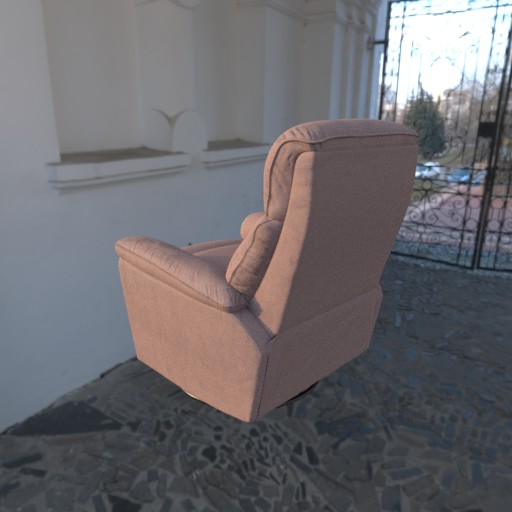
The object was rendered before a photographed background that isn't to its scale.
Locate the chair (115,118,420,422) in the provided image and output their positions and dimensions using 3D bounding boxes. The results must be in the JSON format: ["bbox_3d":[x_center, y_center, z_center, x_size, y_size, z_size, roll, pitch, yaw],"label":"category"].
[{"bbox_3d":[0.000,0.000,1.757,0.820,1.037,1.004,-16,23,-42],"label":"chair"}]
